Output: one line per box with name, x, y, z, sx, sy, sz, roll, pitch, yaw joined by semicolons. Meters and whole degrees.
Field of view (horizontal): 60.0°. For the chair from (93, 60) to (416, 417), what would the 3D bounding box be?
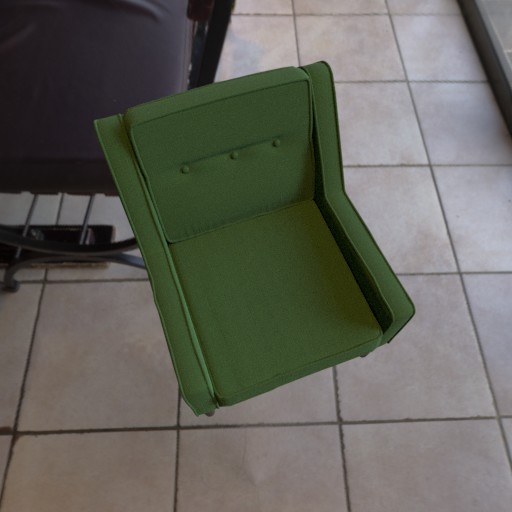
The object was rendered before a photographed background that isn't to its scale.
chair;0.000;0.000;1.345;0.663;0.792;0.743;-18;64;-9
